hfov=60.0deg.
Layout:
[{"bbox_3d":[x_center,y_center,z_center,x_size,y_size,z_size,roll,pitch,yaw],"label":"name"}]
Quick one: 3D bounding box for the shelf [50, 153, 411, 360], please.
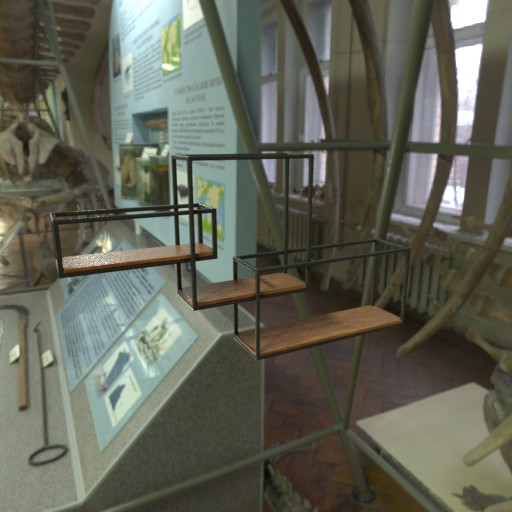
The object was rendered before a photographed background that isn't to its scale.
[{"bbox_3d":[0.000,0.000,2.173,1.781,0.972,0.275,-7,16,-26],"label":"shelf"}]
